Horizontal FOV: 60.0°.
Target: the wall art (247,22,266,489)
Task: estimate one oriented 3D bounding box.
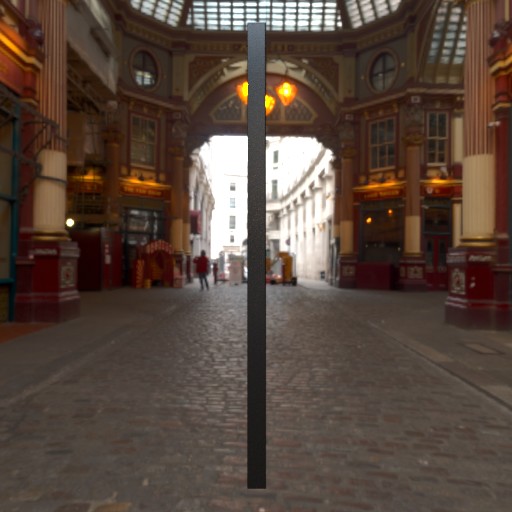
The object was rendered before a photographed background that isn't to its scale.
[{"bbox_3d":[0.000,0.000,0.506,0.014,0.349,0.349,0,0,0],"label":"wall art"}]
